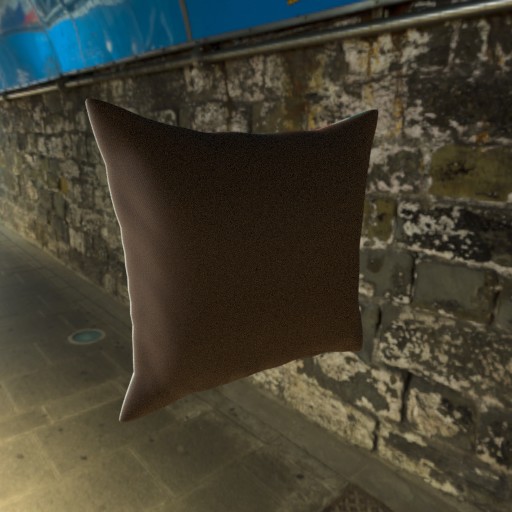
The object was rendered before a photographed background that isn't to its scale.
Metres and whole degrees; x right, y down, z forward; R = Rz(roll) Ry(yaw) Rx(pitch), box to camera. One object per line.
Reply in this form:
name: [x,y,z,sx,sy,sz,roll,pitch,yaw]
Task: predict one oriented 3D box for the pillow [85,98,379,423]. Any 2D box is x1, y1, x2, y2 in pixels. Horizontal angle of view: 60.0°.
pillow: [0.000,0.000,0.682,0.453,0.443,0.168,-8,17,-27]
